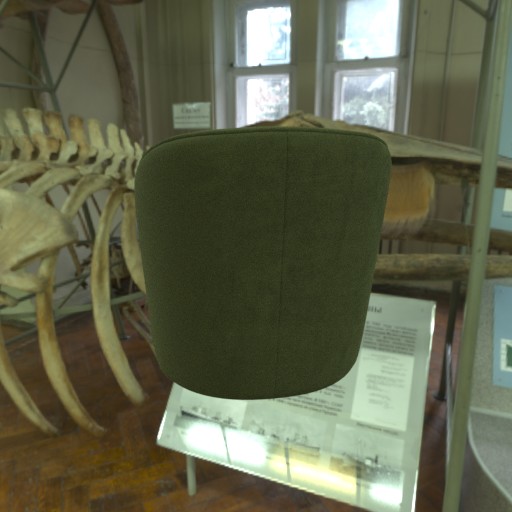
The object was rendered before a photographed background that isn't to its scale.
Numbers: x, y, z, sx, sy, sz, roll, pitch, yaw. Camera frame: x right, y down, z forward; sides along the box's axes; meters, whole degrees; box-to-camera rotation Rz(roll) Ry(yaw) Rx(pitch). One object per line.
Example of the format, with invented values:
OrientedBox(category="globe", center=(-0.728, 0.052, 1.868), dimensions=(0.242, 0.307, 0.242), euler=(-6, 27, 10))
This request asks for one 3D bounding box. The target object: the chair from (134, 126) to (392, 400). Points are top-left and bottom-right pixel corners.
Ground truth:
OrientedBox(category="chair", center=(0.000, 0.000, 1.467), dimensions=(0.747, 0.799, 0.875), euler=(-2, 15, -9))
